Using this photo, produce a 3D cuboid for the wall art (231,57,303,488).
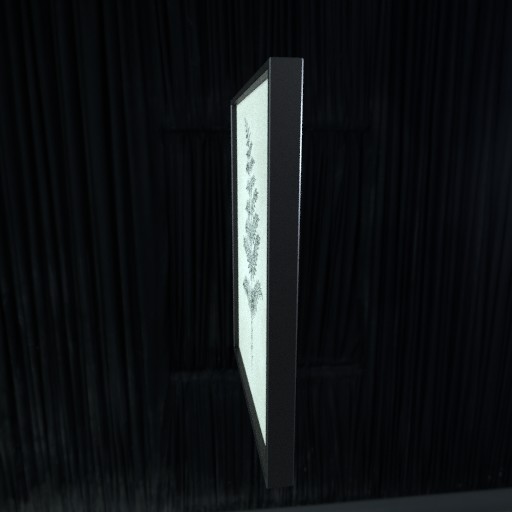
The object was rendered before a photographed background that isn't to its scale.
[{"bbox_3d":[0.000,0.000,0.767,0.039,0.555,0.449,-2,14,-8],"label":"wall art"}]
